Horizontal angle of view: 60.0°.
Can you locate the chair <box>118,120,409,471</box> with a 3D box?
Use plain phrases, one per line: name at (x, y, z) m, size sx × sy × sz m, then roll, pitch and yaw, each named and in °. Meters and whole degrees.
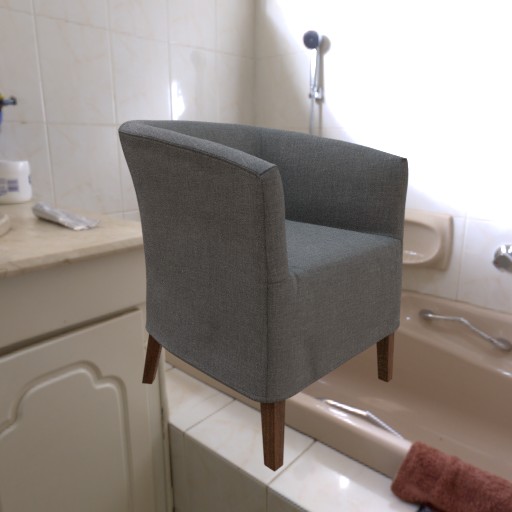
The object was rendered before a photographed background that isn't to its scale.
chair at (0.000, 0.000, 1.287) m, size 0.668 × 0.771 × 0.600 m, roll 13°, pitch 20°, yaw 42°
